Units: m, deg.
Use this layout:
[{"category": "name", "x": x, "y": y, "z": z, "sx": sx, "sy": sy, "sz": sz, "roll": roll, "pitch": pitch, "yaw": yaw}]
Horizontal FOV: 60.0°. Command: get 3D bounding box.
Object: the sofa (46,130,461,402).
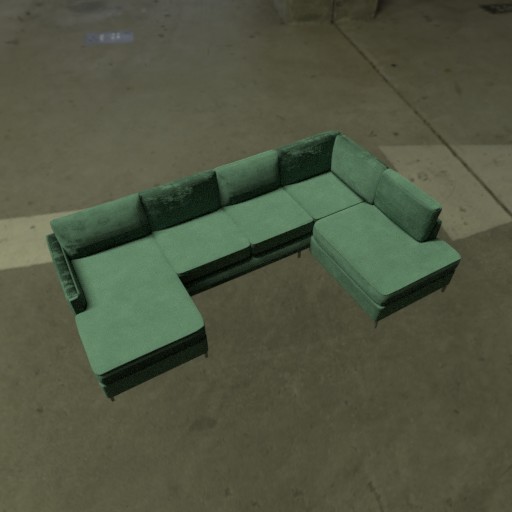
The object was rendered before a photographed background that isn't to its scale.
[{"category": "sofa", "x": 0.000, "y": 0.000, "z": 4.288, "sx": 3.434, "sy": 0.992, "sz": 2.055, "roll": -22, "pitch": 49, "yaw": -20}]
